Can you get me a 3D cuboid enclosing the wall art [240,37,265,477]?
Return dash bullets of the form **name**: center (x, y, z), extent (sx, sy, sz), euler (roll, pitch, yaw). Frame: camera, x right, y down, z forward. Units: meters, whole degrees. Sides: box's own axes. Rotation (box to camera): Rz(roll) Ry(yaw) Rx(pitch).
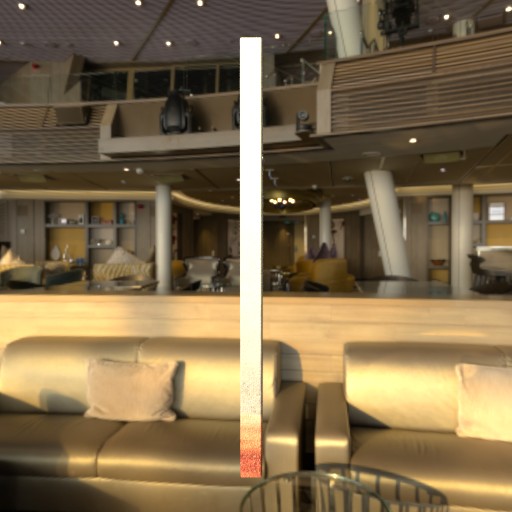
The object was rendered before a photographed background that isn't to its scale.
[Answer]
- **wall art**: center (0.000, 0.000, 0.912), extent (0.034, 0.605, 0.605), euler (0, 1, 1)
